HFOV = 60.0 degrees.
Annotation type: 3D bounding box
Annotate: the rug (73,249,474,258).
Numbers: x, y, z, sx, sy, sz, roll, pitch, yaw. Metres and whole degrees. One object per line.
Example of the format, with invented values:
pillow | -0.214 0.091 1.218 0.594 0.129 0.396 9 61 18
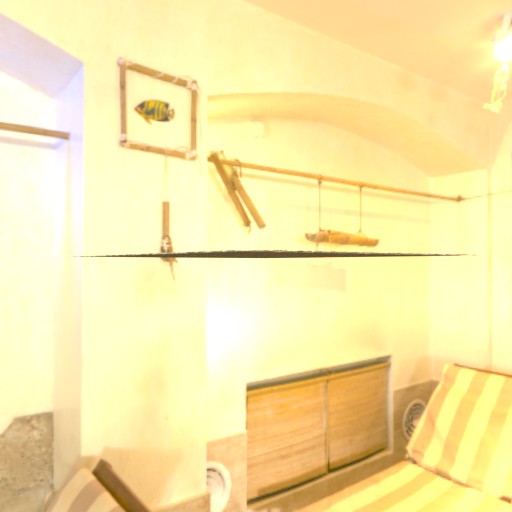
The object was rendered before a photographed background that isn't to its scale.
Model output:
rug | 0.000 0.000 4.140 2.438 0.010 3.048 1 -1 -38
